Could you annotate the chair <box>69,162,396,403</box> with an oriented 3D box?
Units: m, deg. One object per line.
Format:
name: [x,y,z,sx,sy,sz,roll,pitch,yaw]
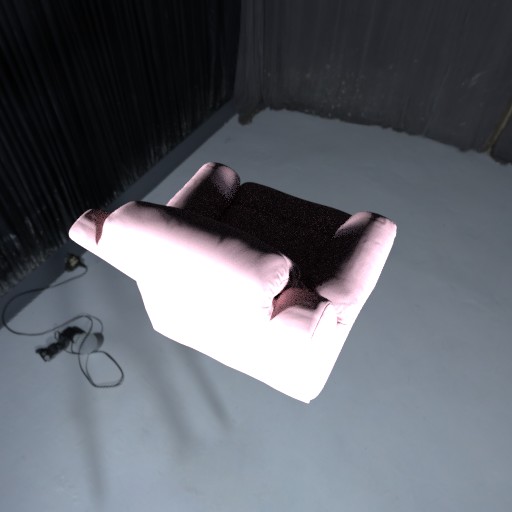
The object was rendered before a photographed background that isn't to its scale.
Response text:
chair: [0.000,0.000,1.293,0.680,0.702,0.709,21,51,18]
